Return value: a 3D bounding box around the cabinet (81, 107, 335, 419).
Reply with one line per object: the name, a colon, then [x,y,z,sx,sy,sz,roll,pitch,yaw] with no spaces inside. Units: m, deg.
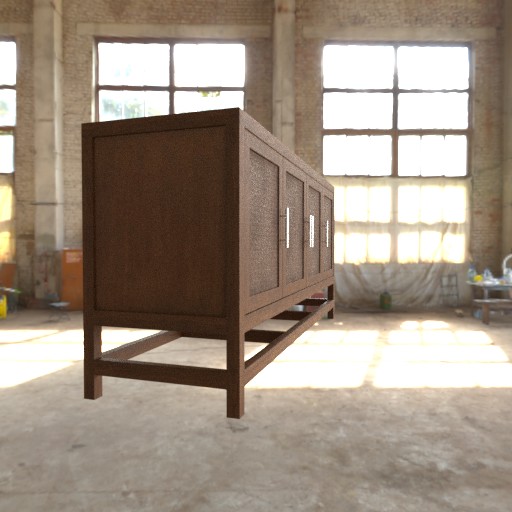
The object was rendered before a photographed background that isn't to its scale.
cabinet: [0.000,0.000,2.046,0.522,0.820,1.708,0,2,18]
